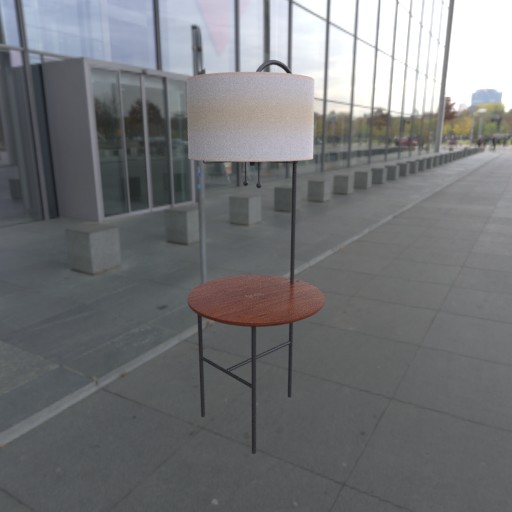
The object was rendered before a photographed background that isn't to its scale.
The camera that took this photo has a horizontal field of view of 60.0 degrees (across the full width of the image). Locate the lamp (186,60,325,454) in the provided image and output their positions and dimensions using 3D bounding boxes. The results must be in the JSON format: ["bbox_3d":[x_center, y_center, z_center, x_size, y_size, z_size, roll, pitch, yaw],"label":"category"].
[{"bbox_3d":[0.000,0.000,1.829,0.573,1.517,0.573,0,15,0],"label":"lamp"}]
